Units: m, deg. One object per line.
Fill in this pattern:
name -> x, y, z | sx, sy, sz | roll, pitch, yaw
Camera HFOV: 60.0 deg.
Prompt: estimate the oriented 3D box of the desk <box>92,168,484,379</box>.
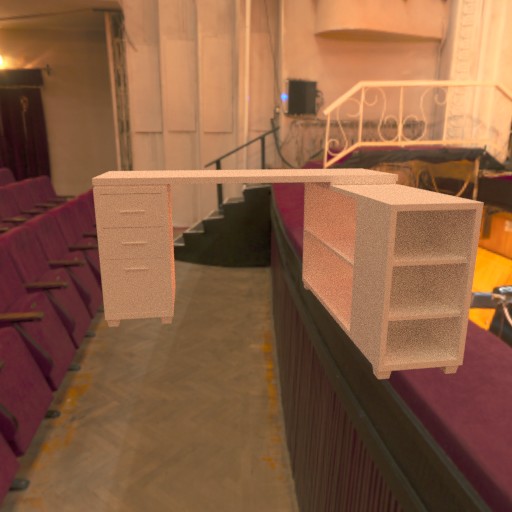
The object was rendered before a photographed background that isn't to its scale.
desk -> 0.000, 0.000, 2.188 | 1.524, 0.759, 1.199 | -2, 15, -8
